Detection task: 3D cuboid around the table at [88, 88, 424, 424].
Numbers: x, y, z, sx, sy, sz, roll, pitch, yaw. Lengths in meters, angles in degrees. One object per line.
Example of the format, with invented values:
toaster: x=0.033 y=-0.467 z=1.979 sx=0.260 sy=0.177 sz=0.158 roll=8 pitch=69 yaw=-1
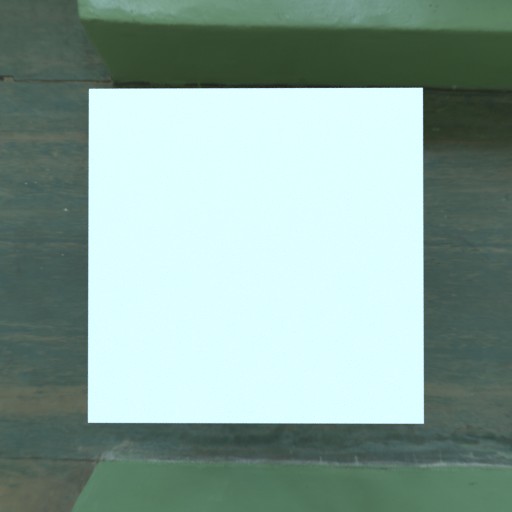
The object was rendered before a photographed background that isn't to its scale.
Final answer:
table: x=0.000 y=0.000 z=1.041 sx=0.670 sy=0.305 sz=0.670 roll=0 pitch=90 yaw=0
